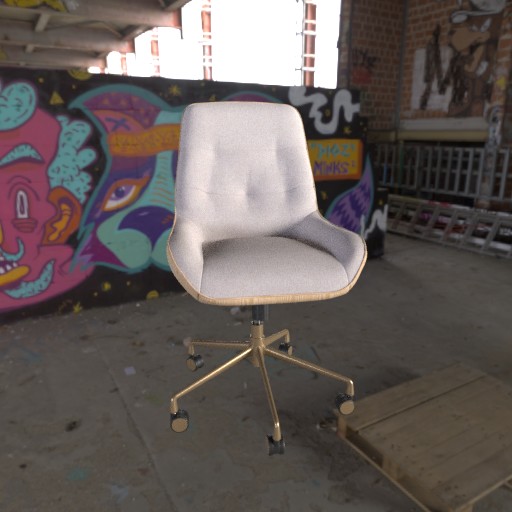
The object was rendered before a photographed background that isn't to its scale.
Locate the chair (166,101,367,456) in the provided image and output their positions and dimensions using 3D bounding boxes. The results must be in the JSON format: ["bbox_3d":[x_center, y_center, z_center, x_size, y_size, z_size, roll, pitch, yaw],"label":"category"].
[{"bbox_3d":[0.000,0.000,1.378,0.564,0.952,0.668,-3,15,-9],"label":"chair"}]
